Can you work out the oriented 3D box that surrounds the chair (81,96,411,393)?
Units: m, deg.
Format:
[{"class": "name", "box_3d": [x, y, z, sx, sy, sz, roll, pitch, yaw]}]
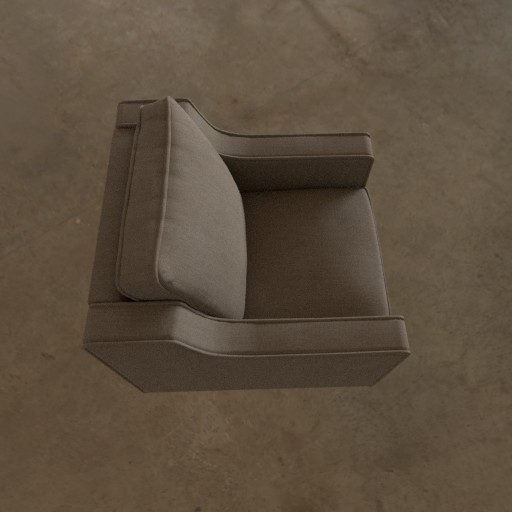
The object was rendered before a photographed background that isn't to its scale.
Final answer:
[{"class": "chair", "box_3d": [0.000, 0.000, 1.596, 0.909, 0.960, 0.831, -1, 63, -1]}]
